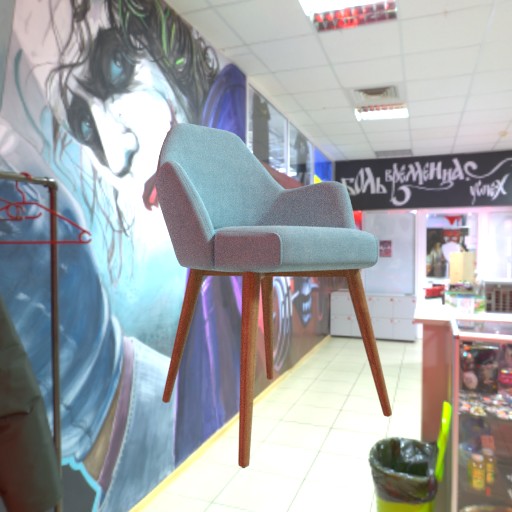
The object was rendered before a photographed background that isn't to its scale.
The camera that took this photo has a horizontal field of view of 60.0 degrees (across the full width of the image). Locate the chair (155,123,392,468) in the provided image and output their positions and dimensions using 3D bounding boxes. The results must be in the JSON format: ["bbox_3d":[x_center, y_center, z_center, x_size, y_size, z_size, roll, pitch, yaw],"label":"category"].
[{"bbox_3d":[0.000,0.000,1.239,0.590,0.840,0.610,-1,1,-36],"label":"chair"}]
